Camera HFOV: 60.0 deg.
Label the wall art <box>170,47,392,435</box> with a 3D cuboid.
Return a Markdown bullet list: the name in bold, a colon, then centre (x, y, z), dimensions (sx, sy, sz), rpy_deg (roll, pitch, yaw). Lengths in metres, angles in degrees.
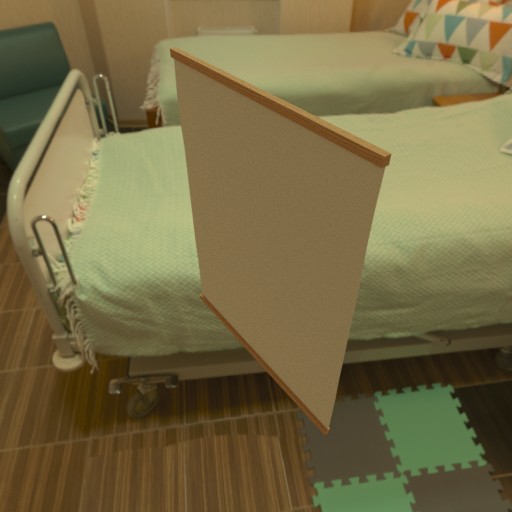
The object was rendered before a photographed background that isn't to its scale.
- **wall art**: centre (0.000, 0.000, 0.804), dimensions (0.011, 0.605, 0.458), rpy_deg (-27, 48, -27)
